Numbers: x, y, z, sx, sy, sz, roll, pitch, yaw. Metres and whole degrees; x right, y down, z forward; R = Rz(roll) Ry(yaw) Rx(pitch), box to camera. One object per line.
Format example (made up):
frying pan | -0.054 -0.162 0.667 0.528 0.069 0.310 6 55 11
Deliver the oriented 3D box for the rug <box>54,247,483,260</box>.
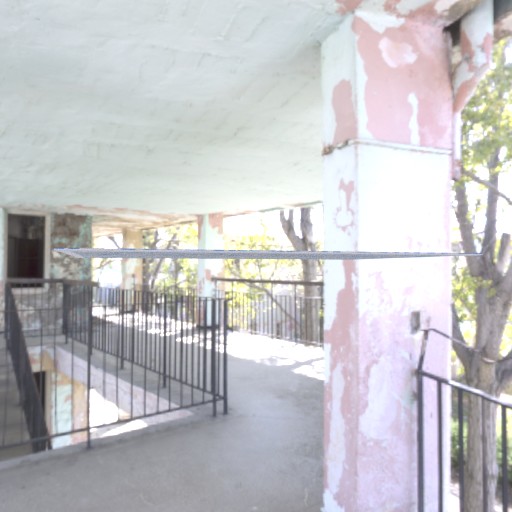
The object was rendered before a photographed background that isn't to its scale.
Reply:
rug | 0.000 0.000 2.347 1.830 0.011 1.209 1 -2 -18
